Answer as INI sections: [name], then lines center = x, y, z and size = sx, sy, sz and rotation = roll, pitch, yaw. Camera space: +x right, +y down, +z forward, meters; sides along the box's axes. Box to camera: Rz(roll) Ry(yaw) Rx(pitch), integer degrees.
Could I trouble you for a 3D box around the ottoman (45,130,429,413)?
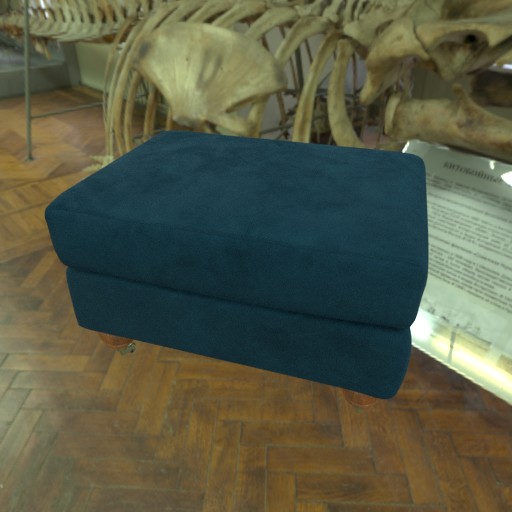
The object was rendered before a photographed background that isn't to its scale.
[ottoman]
center = 0.000, 0.000, 1.133
size = 0.773, 0.503, 0.572
rotation = 9, 33, 15
